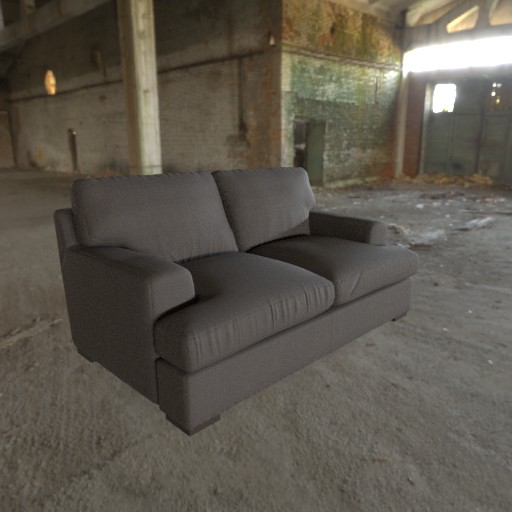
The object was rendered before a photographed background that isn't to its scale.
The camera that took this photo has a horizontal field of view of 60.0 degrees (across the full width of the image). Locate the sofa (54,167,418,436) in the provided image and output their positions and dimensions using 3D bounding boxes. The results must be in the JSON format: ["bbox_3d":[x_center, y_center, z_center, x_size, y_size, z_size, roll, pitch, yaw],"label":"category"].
[{"bbox_3d":[0.000,0.000,2.557,1.880,0.940,1.143,-14,20,-43],"label":"sofa"}]
